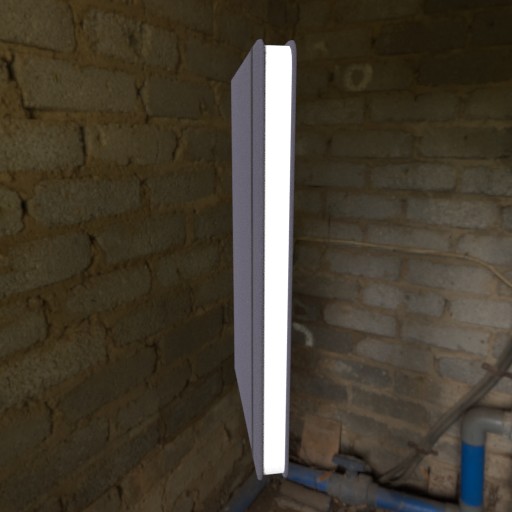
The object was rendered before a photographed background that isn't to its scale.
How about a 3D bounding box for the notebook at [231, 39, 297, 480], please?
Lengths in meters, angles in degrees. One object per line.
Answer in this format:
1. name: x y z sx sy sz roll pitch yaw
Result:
1. notebook: 0.000 0.000 0.263 0.016 0.213 0.127 -2 14 -8
